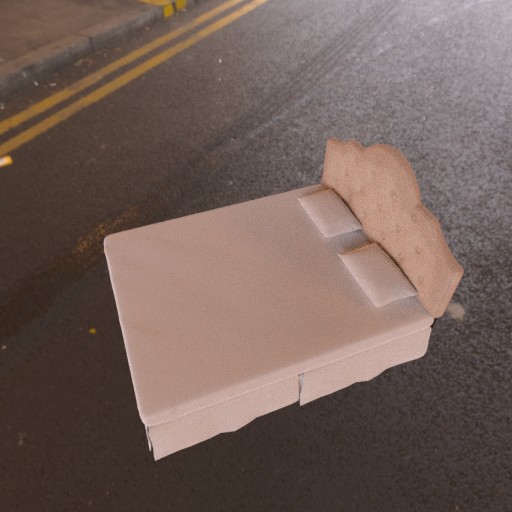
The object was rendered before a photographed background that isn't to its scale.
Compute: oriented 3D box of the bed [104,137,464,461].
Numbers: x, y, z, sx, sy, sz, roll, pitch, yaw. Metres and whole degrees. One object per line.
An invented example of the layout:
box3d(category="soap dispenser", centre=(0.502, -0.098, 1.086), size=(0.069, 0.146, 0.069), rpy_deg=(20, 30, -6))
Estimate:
box3d(category="bed", centre=(0.000, 0.000, 2.987), size=(1.970, 1.194, 1.667), rpy_deg=(-15, 47, -15))
